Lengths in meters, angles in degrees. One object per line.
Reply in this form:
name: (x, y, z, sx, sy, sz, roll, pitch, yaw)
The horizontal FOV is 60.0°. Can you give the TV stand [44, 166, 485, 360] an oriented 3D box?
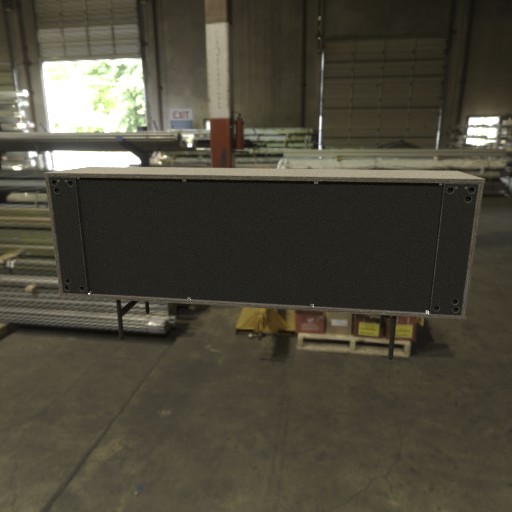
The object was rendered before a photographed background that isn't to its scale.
TV stand: (0.000, 0.000, 2.093, 1.804, 0.787, 0.405, 2, 16, 8)
